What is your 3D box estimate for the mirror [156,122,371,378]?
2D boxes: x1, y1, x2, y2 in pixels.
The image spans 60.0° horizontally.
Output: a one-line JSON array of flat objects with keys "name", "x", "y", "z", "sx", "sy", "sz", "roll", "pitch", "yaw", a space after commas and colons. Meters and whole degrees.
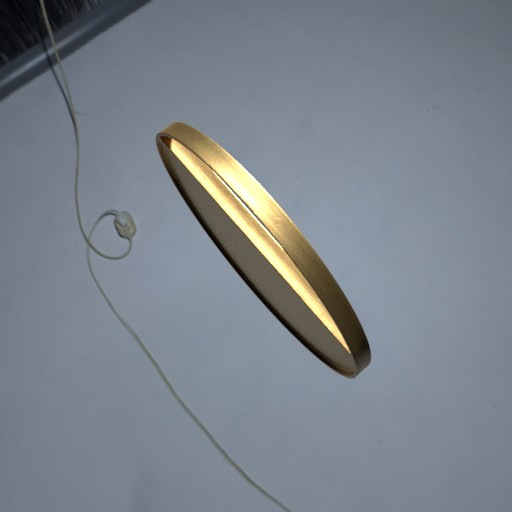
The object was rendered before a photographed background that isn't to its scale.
[{"name": "mirror", "x": 0.000, "y": 0.000, "z": 0.848, "sx": 0.032, "sy": 0.565, "sz": 0.565, "roll": -39, "pitch": 78, "yaw": -10}]
